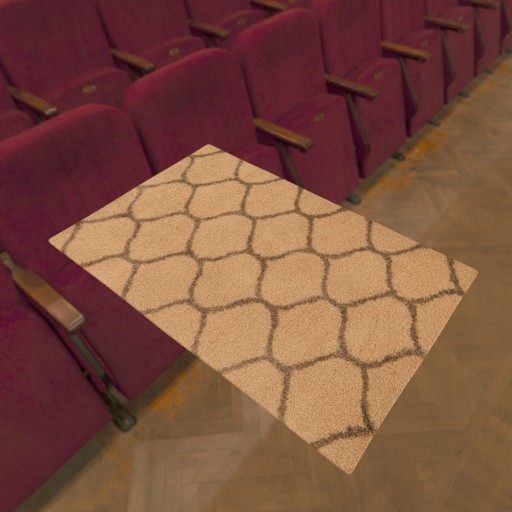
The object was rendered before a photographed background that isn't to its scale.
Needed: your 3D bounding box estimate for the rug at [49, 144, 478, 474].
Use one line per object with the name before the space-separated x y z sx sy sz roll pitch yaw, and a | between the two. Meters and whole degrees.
rug | 0.000 0.000 3.320 2.701 0.026 1.801 30 53 26
